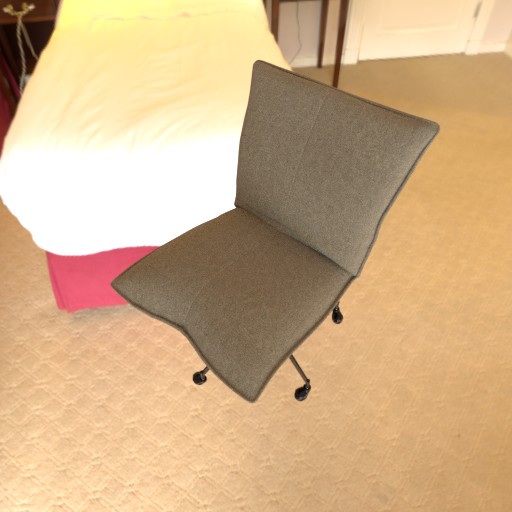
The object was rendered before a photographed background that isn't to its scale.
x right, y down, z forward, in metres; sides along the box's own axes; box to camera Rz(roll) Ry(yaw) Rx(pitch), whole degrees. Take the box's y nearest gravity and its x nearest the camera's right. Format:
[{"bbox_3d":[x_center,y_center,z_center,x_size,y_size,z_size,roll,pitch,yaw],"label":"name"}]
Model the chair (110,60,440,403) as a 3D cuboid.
[{"bbox_3d":[0.000,0.000,1.316,0.597,0.811,0.696,33,55,27],"label":"chair"}]
